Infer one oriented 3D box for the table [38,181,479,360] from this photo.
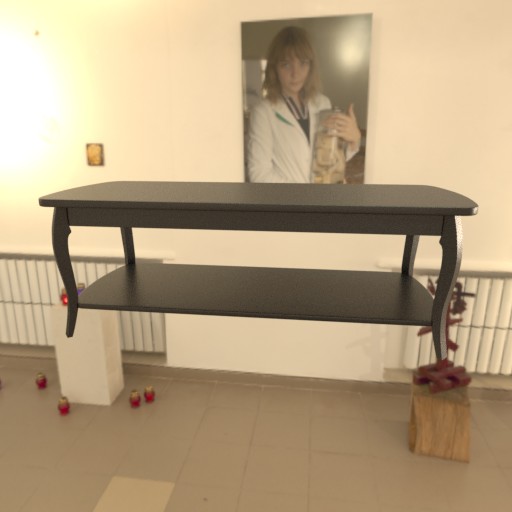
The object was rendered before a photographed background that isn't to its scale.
[{"bbox_3d":[0.000,0.000,1.566,1.333,0.457,0.571,2,15,7],"label":"table"}]
